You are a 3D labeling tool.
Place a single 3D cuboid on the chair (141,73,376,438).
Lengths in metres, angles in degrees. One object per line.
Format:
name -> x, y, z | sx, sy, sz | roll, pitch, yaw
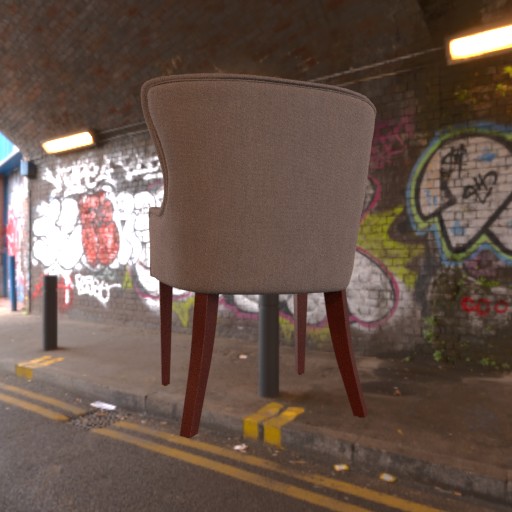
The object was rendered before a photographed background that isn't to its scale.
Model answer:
chair -> 0.000, 0.000, 1.434 | 0.732, 0.948, 0.677 | 0, 0, -17
